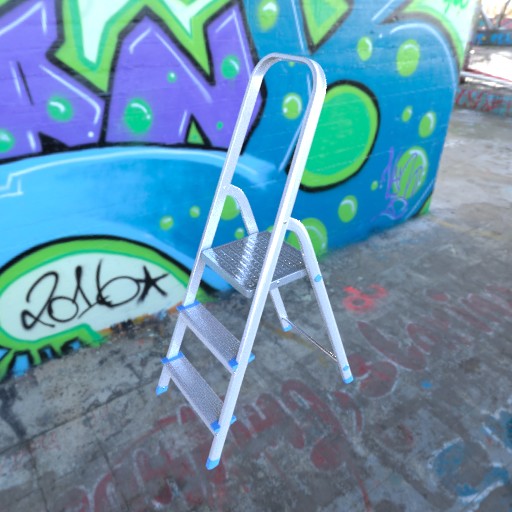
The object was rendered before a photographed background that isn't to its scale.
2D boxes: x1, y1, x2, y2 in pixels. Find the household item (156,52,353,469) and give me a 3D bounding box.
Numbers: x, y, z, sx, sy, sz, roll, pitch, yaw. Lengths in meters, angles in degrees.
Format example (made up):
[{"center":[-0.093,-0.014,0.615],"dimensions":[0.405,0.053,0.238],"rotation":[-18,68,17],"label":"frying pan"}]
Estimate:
[{"center":[0.000,0.000,1.478],"dimensions":[0.687,1.215,0.420],"rotation":[-20,36,-30],"label":"household item"}]
